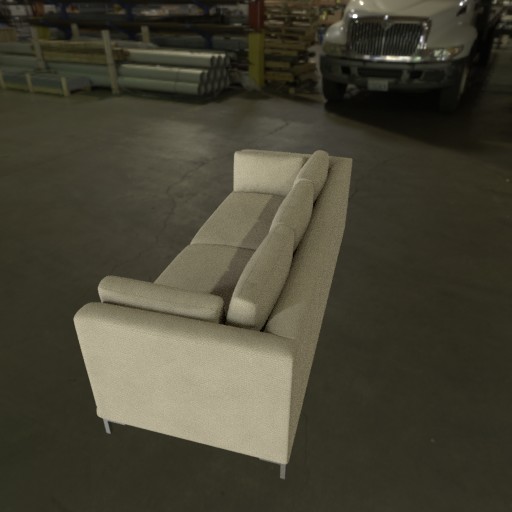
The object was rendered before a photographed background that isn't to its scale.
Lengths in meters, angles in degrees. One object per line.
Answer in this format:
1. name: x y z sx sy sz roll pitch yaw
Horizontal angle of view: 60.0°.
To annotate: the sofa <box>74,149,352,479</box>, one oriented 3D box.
1. sofa: 0.000 0.000 2.906 0.969 0.867 2.415 8 32 13
